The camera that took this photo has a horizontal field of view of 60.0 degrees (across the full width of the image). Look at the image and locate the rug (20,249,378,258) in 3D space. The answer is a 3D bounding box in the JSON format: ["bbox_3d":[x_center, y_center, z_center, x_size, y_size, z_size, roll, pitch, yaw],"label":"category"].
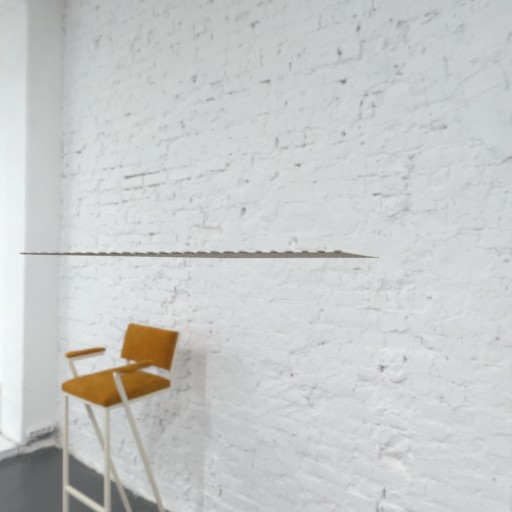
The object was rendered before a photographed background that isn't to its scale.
[{"bbox_3d":[0.000,0.000,2.492,1.229,0.011,2.096,0,-1,18],"label":"rug"}]
